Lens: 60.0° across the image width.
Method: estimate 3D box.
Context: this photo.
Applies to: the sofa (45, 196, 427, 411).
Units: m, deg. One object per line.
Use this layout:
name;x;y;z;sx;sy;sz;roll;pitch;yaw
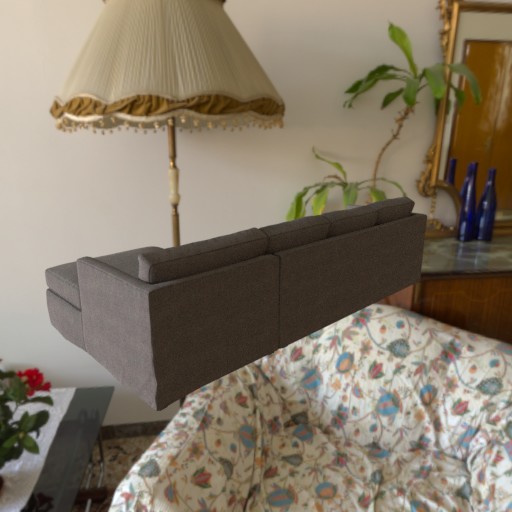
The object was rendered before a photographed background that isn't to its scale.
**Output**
sofa;0.000;0.000;3.996;3.205;0.922;1.650;-15;22;-42
